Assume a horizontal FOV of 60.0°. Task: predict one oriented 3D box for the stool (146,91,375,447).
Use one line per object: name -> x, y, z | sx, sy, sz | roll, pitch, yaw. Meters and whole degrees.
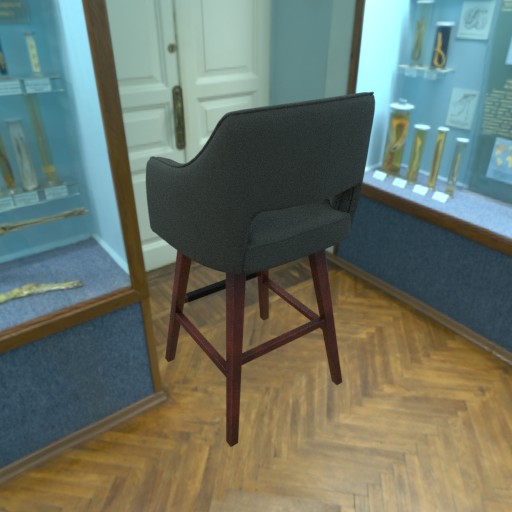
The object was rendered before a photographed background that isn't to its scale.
stool -> 0.000, 0.000, 1.377 | 0.548, 1.012, 0.558 | -19, 35, -30
